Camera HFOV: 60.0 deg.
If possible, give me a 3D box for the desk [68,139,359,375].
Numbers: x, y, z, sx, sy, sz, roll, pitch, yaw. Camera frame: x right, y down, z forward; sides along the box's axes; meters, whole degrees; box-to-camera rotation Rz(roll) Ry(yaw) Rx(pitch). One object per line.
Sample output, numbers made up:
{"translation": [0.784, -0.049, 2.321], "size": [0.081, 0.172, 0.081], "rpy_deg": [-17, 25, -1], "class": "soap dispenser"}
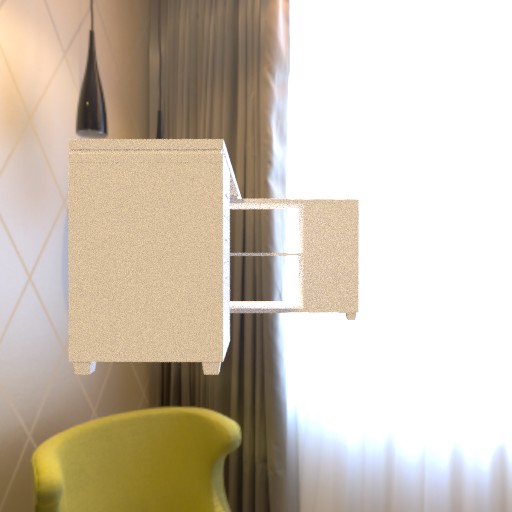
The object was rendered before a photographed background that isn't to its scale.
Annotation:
{"translation": [0.000, 0.000, 2.185], "size": [1.199, 0.759, 1.524], "rpy_deg": [0, 0, 0], "class": "desk"}
